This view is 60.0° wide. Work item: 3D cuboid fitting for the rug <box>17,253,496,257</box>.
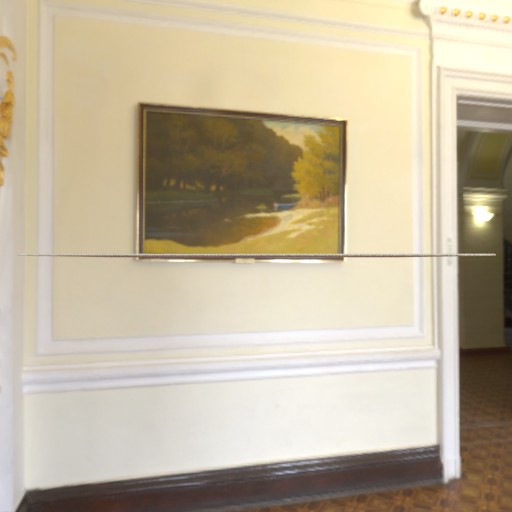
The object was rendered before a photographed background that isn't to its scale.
[{"bbox_3d":[0.000,0.000,1.075,0.868,0.004,0.556,0,-1,0],"label":"rug"}]
